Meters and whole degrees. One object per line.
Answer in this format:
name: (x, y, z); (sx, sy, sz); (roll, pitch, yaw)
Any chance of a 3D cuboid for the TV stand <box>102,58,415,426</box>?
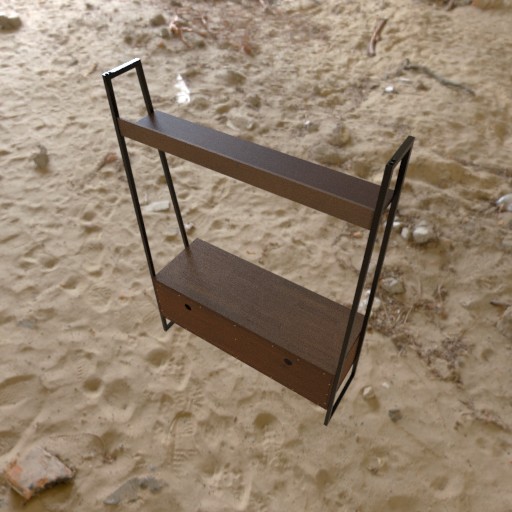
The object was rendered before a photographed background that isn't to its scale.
TV stand: (0.000, 0.000, 2.323); (1.250, 1.772, 0.432); (24, 50, 23)
